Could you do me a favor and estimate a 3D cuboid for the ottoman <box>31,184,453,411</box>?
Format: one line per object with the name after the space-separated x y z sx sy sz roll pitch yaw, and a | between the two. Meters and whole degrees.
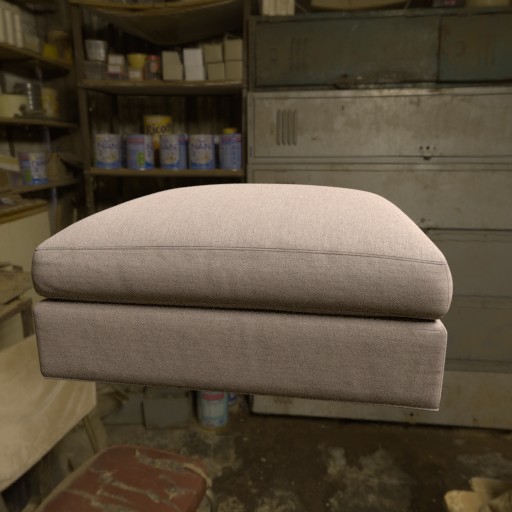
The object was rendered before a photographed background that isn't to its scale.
0.000 0.000 1.545 1.041 0.470 1.041 2 14 8 | ottoman
